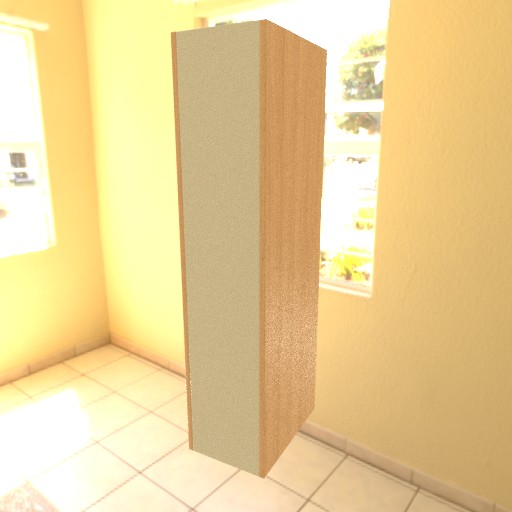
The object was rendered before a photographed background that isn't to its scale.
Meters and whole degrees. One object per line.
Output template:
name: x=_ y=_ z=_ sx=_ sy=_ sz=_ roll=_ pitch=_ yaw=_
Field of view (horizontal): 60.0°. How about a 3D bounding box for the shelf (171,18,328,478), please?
shelf: x=0.000 y=0.000 z=0.993 sx=0.197 sy=0.882 sz=0.290 roll=8 pitch=16 yaw=28
